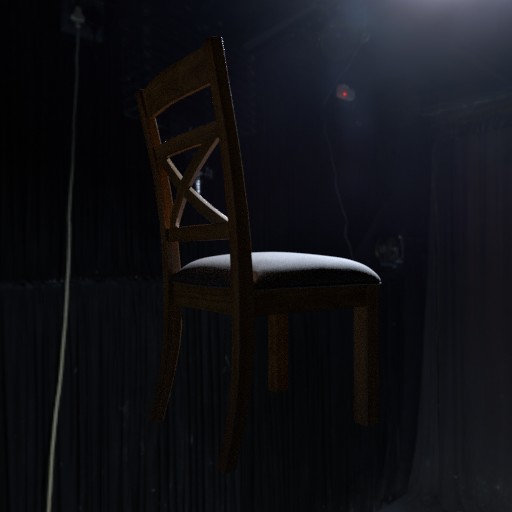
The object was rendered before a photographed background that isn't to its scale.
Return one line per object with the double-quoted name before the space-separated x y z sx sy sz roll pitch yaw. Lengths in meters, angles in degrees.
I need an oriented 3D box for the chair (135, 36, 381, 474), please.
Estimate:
"chair" 0.000 0.000 1.268 0.581 0.949 0.470 0 0 -37
